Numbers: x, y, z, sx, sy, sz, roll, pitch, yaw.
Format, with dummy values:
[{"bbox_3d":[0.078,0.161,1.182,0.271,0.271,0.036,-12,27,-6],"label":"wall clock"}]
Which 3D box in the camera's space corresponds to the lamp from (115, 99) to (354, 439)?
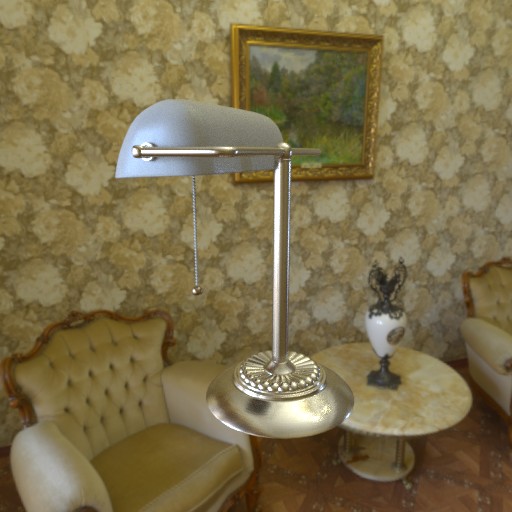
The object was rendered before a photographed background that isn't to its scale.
[{"bbox_3d":[0.000,0.000,0.518,0.243,0.339,0.264,6,15,25],"label":"lamp"}]
